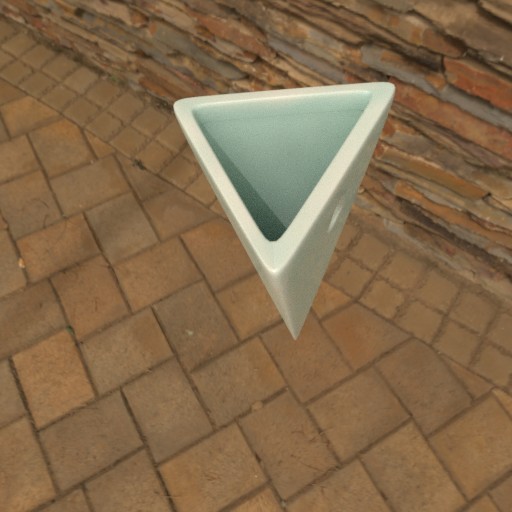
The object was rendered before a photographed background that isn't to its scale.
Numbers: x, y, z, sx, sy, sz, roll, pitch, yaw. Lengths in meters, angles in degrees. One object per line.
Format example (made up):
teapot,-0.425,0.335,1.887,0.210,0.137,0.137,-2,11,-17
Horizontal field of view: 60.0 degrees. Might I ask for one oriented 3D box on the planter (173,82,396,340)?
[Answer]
planter,0.000,0.000,0.216,0.064,0.178,0.080,28,67,13
